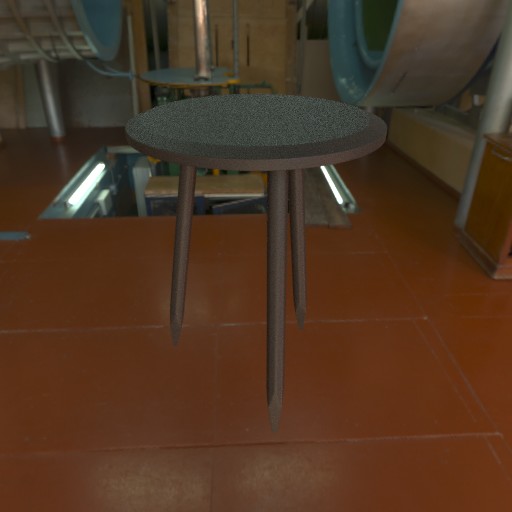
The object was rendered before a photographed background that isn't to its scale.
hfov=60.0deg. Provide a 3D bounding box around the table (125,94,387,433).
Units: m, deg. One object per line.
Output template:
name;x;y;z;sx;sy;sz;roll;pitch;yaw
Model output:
table;0.000;0.000;0.939;0.457;0.585;0.457;0;30;0
